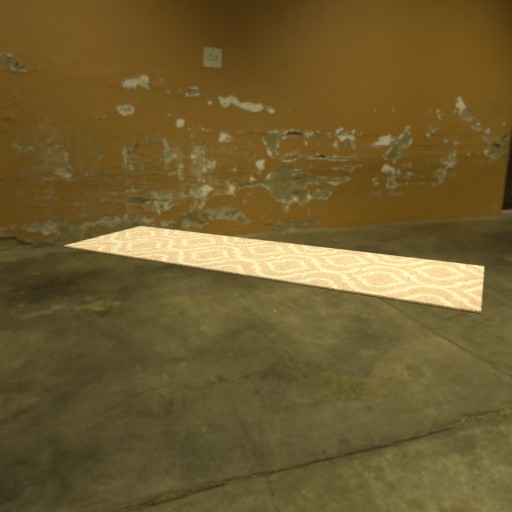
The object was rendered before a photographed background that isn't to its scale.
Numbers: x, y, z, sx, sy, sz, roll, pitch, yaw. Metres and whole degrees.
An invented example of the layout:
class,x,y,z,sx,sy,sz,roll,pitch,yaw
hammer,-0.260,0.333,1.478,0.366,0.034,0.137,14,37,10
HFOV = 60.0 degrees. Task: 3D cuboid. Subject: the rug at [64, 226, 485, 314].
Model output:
class,x,y,z,sx,sy,sz,roll,pitch,yaw
rug,0.000,0.000,2.489,2.289,0.013,0.691,8,17,26
